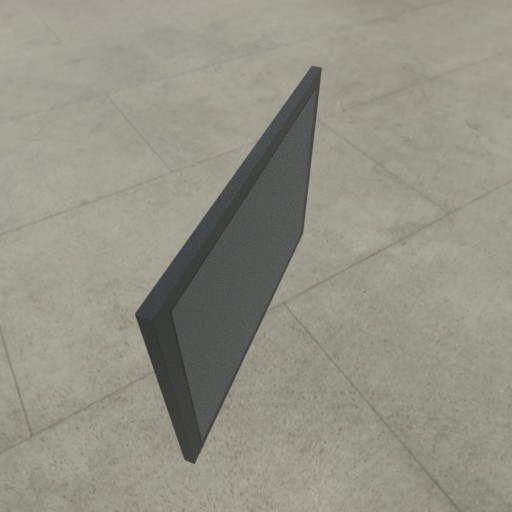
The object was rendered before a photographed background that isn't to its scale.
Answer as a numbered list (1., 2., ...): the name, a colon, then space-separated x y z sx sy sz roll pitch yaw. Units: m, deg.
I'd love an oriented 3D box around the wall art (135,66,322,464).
1. wall art: 0.000 0.000 0.564 0.016 0.306 0.432 16 49 15
